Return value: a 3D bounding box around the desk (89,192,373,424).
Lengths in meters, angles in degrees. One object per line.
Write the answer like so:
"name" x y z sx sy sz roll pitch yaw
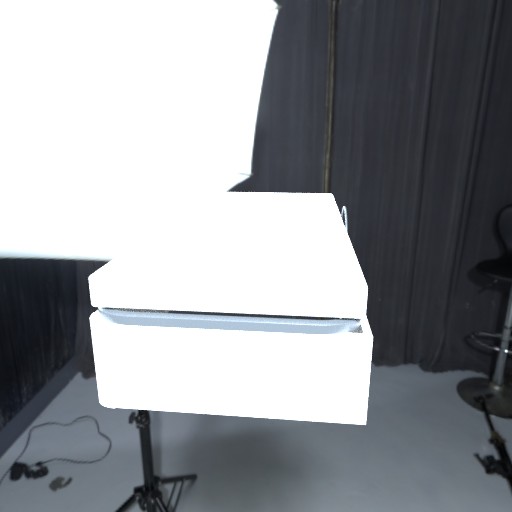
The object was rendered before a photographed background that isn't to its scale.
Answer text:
"desk" 0.000 0.000 2.270 0.900 0.526 1.900 2 16 6
